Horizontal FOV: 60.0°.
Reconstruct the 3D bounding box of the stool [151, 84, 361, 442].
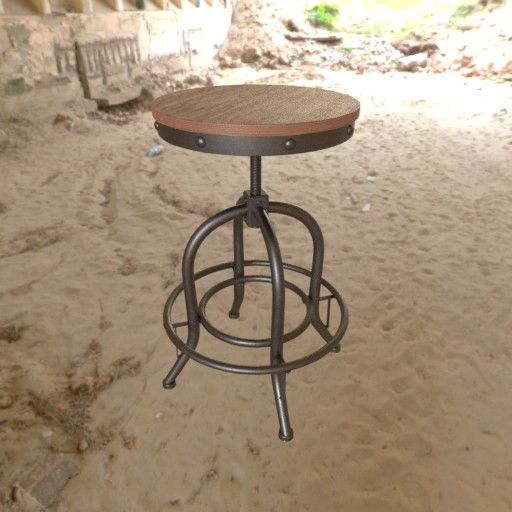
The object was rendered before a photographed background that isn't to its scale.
[{"bbox_3d":[0.000,0.000,0.904,0.439,0.609,0.439,-9,31,-15],"label":"stool"}]
